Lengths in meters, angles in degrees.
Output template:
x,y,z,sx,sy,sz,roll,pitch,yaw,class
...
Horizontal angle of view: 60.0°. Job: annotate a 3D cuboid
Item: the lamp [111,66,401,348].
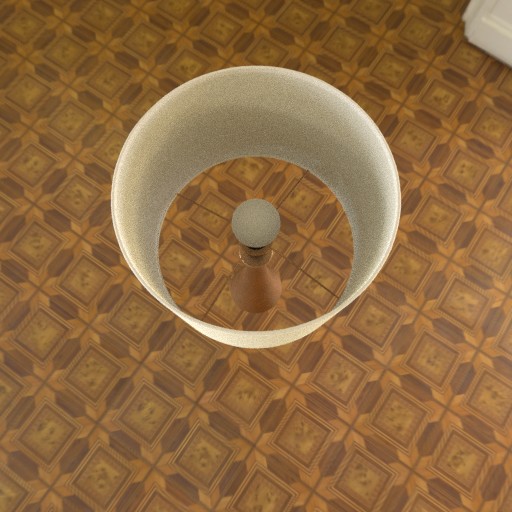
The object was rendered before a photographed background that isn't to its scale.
x,y,z,sx,sy,sz,roll,pitch,yaw,class
0.000,0.000,0.641,0.268,0.479,0.268,33,77,8,lamp
